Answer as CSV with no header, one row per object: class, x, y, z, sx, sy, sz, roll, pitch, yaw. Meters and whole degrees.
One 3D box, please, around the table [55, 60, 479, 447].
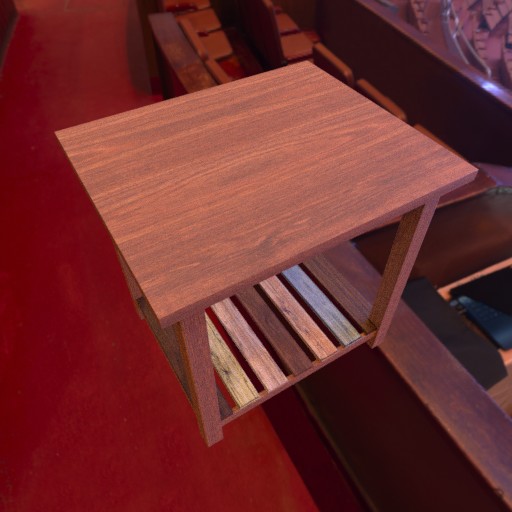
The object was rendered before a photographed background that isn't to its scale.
table,0.000,0.000,1.129,0.660,0.635,0.559,-24,52,-21
